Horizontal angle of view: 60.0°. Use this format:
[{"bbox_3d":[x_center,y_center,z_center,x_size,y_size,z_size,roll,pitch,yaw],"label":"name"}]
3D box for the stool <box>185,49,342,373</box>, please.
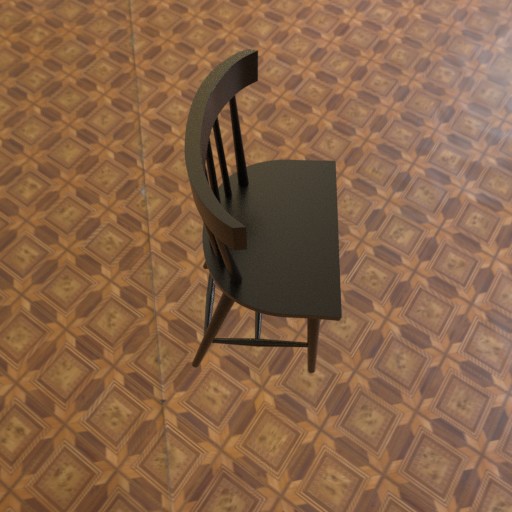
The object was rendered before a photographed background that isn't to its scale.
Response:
[{"bbox_3d":[0.000,0.000,1.341,0.483,1.092,0.482,2,63,1],"label":"stool"}]
